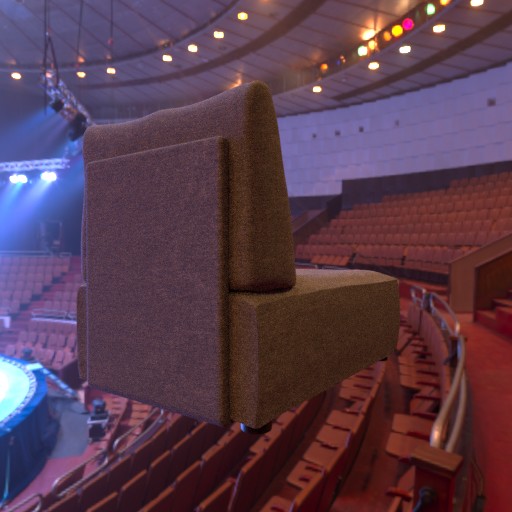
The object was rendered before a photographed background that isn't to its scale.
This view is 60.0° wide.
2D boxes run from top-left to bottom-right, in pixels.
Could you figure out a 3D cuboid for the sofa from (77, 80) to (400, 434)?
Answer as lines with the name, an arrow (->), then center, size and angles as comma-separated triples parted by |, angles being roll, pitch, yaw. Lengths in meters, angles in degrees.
sofa -> 0.000, 0.000, 1.568 | 0.700, 0.820, 1.000 | 0, 0, 36
